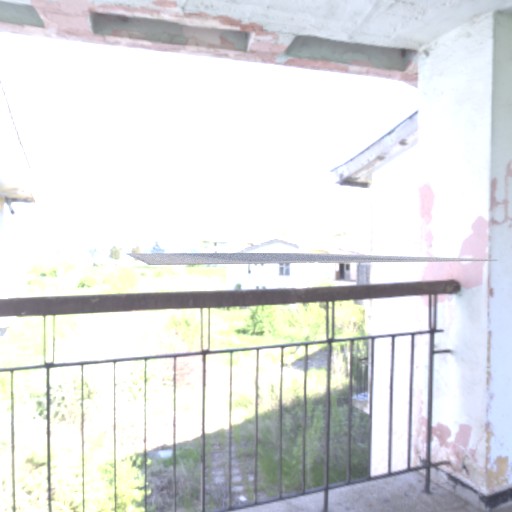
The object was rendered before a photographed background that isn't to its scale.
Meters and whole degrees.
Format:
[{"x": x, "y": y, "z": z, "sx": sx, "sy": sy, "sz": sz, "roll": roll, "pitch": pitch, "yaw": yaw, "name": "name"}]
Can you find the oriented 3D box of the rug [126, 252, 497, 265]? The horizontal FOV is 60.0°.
[{"x": 0.000, "y": 0.000, "z": 2.264, "sx": 1.219, "sy": 0.005, "sz": 1.828, "roll": 0, "pitch": 1, "yaw": -18, "name": "rug"}]
